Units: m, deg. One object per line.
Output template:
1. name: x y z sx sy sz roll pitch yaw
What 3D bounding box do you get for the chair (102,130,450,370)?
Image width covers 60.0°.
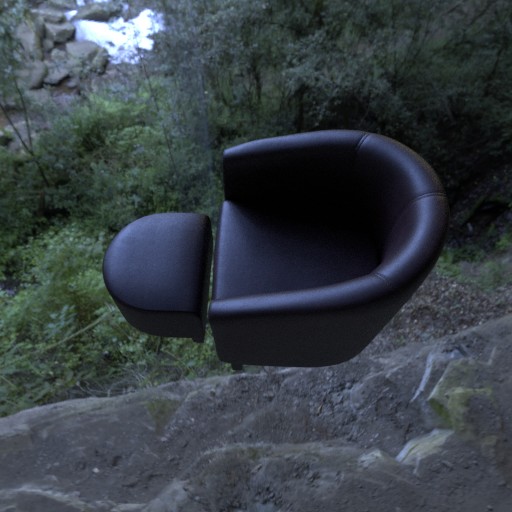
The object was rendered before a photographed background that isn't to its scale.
1. chair: 0.000 0.000 1.665 1.176 0.755 0.737 1 58 1
